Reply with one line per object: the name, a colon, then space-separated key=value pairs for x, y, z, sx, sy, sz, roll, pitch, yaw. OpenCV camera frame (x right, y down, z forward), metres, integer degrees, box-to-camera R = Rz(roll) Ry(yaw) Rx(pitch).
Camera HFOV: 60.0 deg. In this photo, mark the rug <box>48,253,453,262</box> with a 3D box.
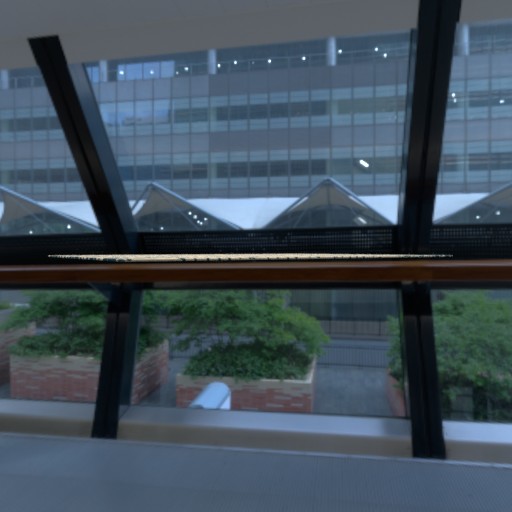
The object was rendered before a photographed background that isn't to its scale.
rug: x=0.000 y=0.000 z=3.136 sx=2.435 sy=0.011 sz=1.517 roll=-1 pitch=1 yaw=-35
